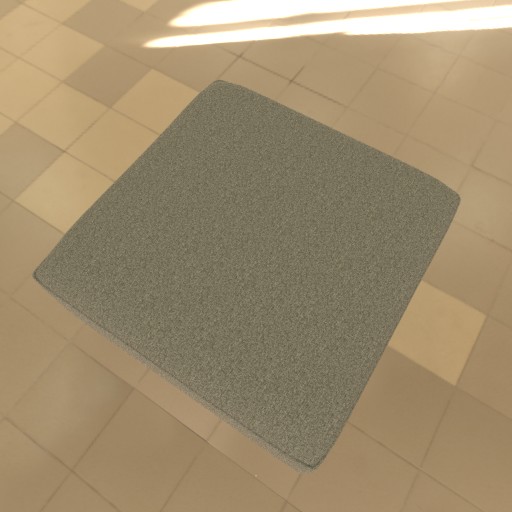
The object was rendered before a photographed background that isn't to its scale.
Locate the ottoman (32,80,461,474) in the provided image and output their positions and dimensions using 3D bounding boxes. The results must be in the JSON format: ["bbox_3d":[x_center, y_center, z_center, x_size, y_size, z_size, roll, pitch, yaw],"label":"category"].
[{"bbox_3d":[0.000,0.000,1.552,1.015,0.464,1.005,30,67,14],"label":"ottoman"}]
